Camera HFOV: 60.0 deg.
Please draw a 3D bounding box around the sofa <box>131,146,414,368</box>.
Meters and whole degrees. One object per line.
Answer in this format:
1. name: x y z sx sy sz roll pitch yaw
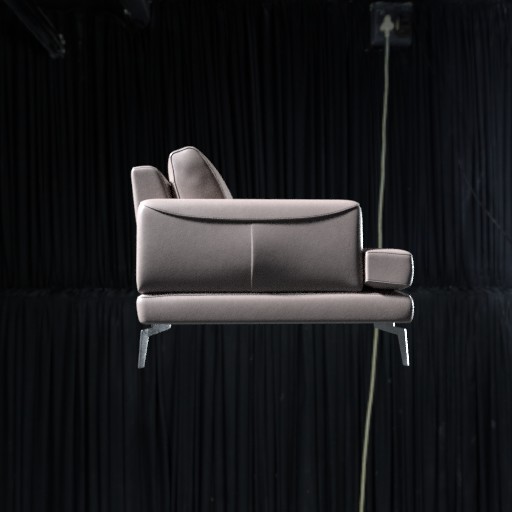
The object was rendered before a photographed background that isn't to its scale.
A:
1. sofa: 0.000 0.000 2.392 0.974 0.765 1.940 0 -1 -2
